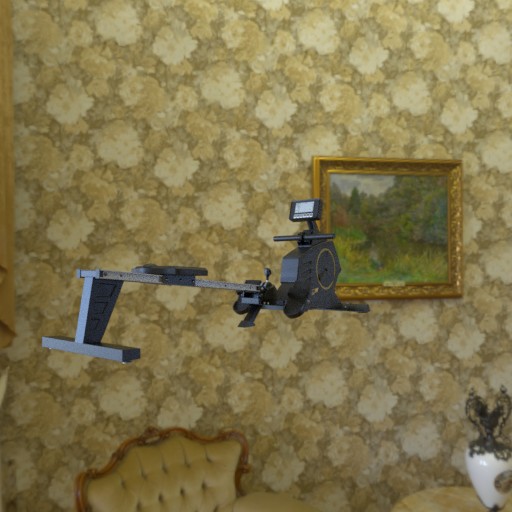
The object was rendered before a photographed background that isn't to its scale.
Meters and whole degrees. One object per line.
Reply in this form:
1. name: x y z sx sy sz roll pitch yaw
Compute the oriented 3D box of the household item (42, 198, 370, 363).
1. household item: 0.000 0.000 2.579 0.521 0.810 2.251 -1 -2 36
